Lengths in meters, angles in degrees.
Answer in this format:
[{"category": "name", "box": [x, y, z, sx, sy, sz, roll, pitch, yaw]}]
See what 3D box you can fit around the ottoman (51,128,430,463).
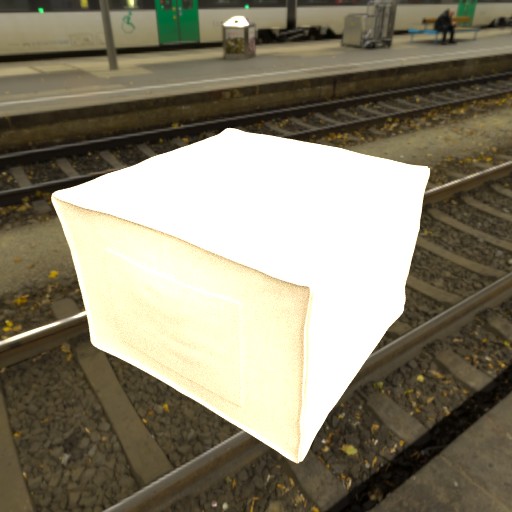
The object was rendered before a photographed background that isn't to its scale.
[{"category": "ottoman", "box": [0.000, 0.000, 1.194, 0.707, 0.470, 0.696, 19, 35, 28]}]
